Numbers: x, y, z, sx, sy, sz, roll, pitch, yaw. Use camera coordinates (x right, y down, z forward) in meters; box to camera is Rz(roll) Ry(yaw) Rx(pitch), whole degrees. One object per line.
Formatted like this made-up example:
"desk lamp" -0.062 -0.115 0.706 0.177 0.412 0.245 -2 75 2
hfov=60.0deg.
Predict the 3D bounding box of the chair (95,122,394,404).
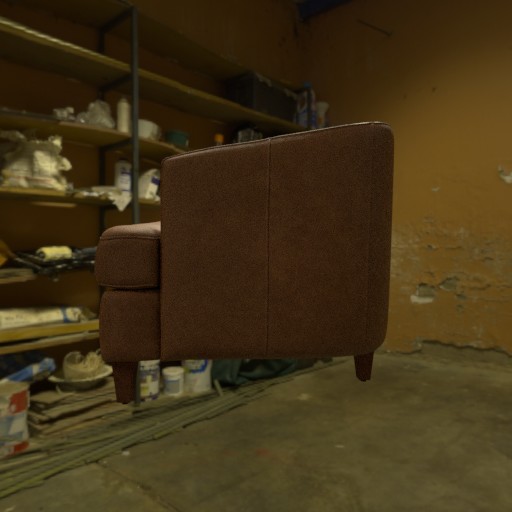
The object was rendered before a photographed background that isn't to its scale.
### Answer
"chair" 0.000 0.000 1.742 0.911 0.836 1.119 0 0 -1
